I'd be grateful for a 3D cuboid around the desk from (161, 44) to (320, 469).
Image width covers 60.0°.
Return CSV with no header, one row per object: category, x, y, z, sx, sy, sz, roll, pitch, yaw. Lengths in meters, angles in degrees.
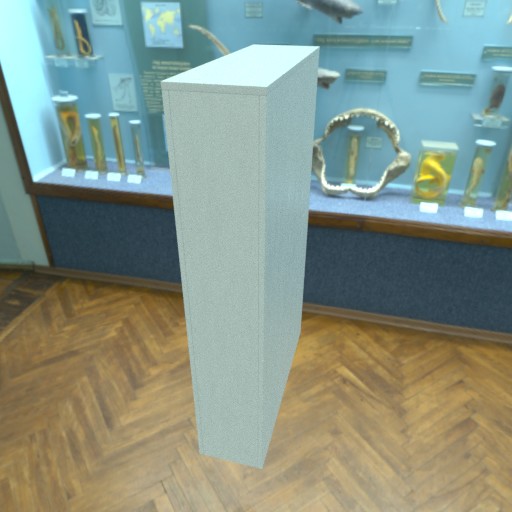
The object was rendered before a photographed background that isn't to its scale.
desk,0.000,0.000,1.569,0.250,1.280,0.750,8,32,13
